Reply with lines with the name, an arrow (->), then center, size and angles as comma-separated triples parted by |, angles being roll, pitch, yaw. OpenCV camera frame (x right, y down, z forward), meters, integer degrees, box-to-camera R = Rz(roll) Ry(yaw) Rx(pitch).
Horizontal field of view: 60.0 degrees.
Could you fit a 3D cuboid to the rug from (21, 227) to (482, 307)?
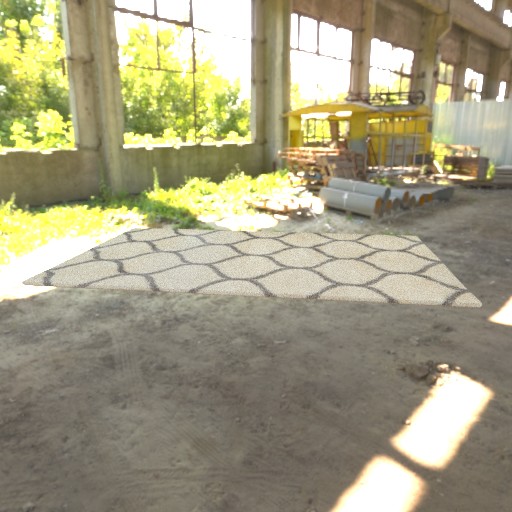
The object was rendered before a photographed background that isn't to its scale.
rug -> 0.000, 0.000, 2.937 | 2.348, 0.024, 1.501 | 2, 15, 8
